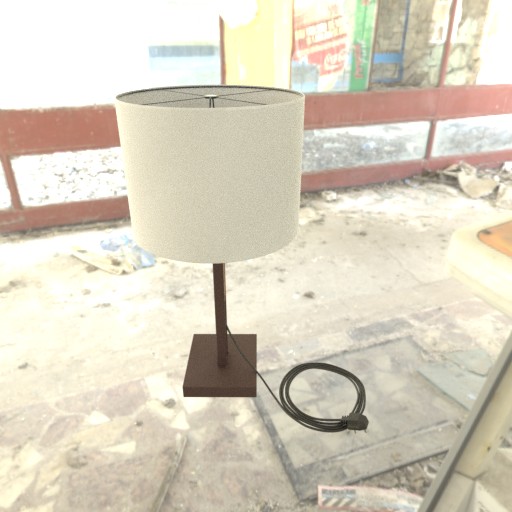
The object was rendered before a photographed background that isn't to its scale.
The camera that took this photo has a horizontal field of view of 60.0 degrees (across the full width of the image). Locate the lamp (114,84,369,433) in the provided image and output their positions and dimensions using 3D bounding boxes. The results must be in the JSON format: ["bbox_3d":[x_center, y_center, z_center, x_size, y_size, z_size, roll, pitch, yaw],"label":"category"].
[{"bbox_3d":[0.000,0.000,0.974,0.525,0.668,0.396,0,27,0],"label":"lamp"}]
